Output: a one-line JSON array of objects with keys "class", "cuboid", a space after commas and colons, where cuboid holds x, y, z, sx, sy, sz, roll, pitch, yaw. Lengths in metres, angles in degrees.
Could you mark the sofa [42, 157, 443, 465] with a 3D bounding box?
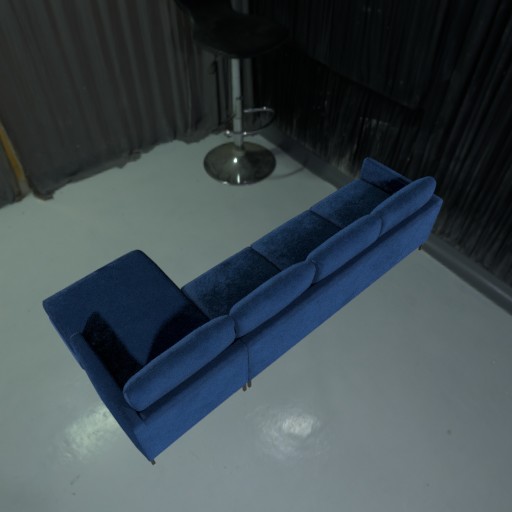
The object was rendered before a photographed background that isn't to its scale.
[{"class": "sofa", "cuboid": [0.000, 0.000, 3.451, 2.932, 0.810, 1.350, -33, 56, -26]}]
